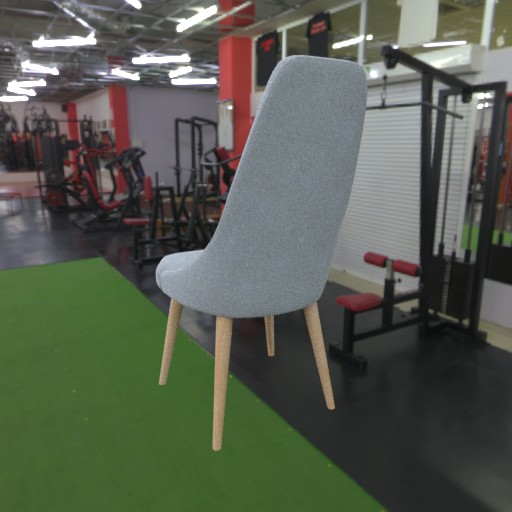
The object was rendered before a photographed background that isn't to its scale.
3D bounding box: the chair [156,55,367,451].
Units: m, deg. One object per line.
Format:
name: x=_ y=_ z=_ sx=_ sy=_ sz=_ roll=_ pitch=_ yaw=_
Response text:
chair: x=0.000 y=0.000 z=1.371 sx=0.510 sy=1.040 sz=0.660 roll=-8 pitch=16 yaw=-28
